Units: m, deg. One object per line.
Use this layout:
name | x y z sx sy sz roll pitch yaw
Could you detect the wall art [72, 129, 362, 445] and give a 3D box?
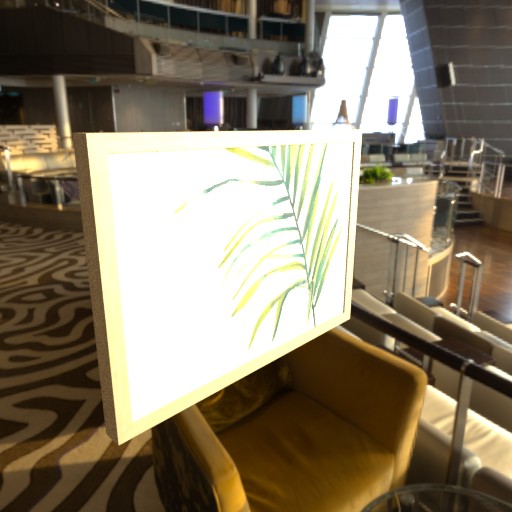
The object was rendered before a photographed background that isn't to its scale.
wall art | 0.000 0.000 0.700 0.032 0.380 0.532 15 22 42
